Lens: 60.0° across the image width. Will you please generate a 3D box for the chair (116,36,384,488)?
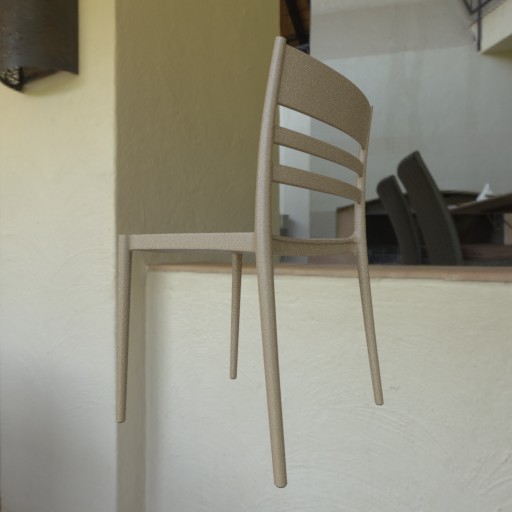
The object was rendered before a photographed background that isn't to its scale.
[{"bbox_3d":[0.000,0.000,1.114,0.511,0.800,0.531,0,0,35],"label":"chair"}]
